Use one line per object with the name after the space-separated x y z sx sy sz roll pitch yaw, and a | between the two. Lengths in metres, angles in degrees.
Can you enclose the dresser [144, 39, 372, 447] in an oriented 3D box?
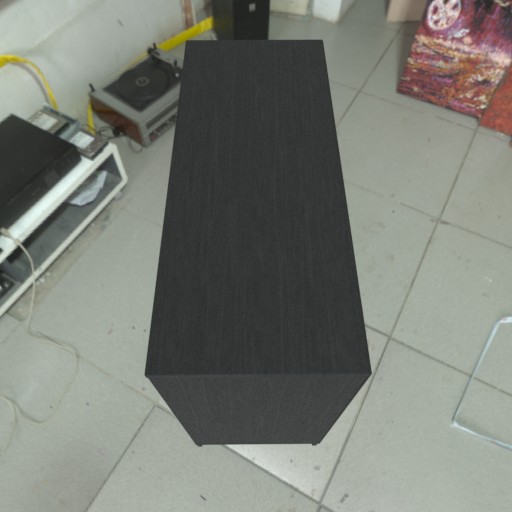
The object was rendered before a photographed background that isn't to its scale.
0.000 0.000 1.392 0.404 0.816 0.994 0 58 0 | dresser
